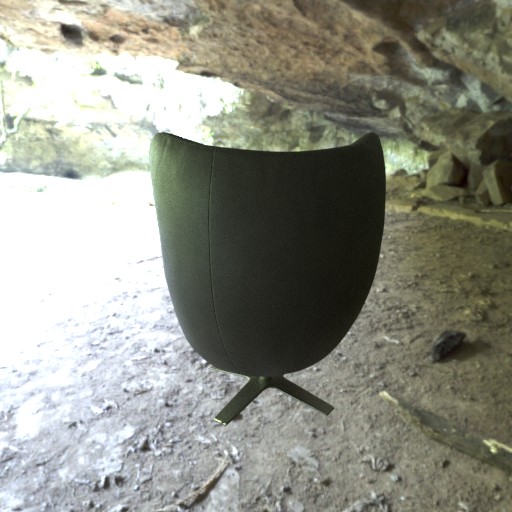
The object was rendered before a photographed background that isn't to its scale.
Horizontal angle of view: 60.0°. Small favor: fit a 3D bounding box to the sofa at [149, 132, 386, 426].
[{"bbox_3d":[0.000,0.000,2.122,0.894,1.135,1.444,-2,15,-9],"label":"sofa"}]
